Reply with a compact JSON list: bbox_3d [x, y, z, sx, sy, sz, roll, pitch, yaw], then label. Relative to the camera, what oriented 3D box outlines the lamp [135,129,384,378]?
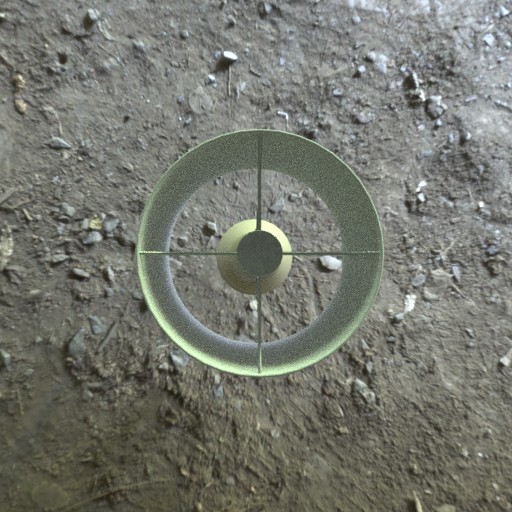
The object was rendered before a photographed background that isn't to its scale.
[{"bbox_3d":[0.000,0.000,0.476,0.186,0.369,0.186,0,89,-1],"label":"lamp"}]
